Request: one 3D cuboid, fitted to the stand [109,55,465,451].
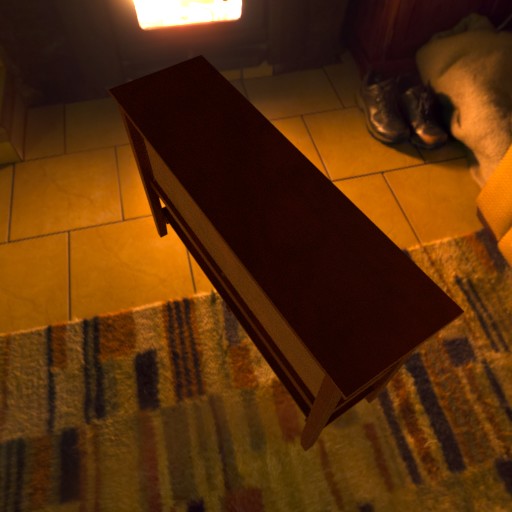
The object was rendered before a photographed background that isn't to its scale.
[{"bbox_3d":[0.000,0.000,1.758,0.410,0.872,1.362,-29,61,-18],"label":"stand"}]
